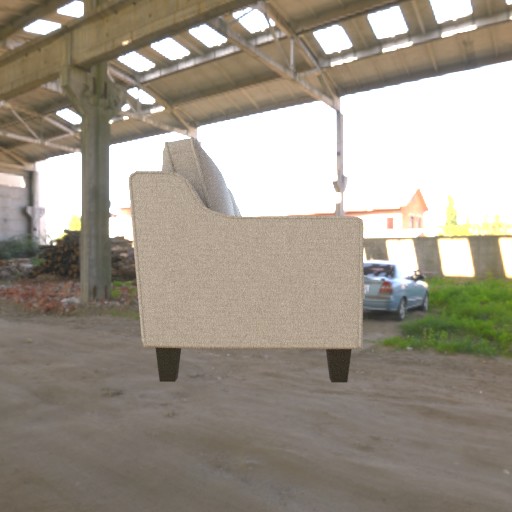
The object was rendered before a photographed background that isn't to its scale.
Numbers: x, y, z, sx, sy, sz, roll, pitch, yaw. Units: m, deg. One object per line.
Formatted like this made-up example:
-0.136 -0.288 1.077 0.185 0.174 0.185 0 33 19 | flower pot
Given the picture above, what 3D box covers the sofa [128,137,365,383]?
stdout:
0.000 0.000 2.662 0.899 0.950 2.129 0 -1 1 | sofa
